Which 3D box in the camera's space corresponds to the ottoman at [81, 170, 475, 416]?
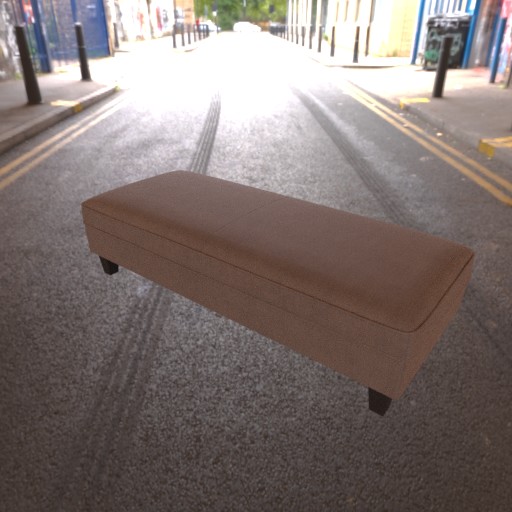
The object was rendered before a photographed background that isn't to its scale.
[{"bbox_3d":[0.000,0.000,2.109,1.764,0.470,0.751,20,34,33],"label":"ottoman"}]
